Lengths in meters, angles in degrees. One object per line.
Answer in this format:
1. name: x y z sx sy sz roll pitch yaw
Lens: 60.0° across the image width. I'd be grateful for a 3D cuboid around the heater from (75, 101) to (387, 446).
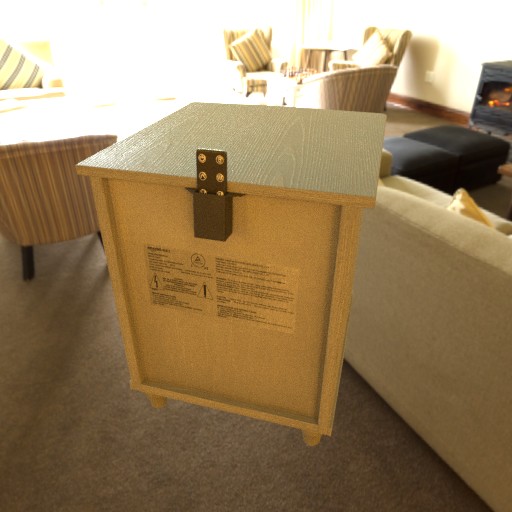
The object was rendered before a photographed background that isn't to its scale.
1. heater: 0.000 0.000 0.757 0.362 0.481 0.400 8 32 14
